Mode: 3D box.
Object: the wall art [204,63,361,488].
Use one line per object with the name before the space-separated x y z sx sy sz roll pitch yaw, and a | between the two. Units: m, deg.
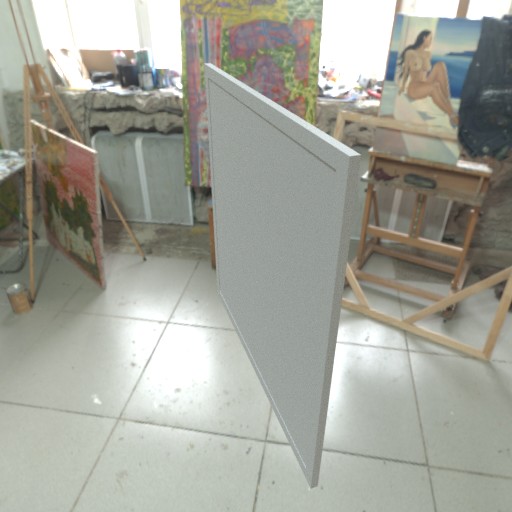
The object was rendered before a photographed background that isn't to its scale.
wall art | 0.000 0.000 0.938 0.015 0.660 0.660 -11 34 -17
